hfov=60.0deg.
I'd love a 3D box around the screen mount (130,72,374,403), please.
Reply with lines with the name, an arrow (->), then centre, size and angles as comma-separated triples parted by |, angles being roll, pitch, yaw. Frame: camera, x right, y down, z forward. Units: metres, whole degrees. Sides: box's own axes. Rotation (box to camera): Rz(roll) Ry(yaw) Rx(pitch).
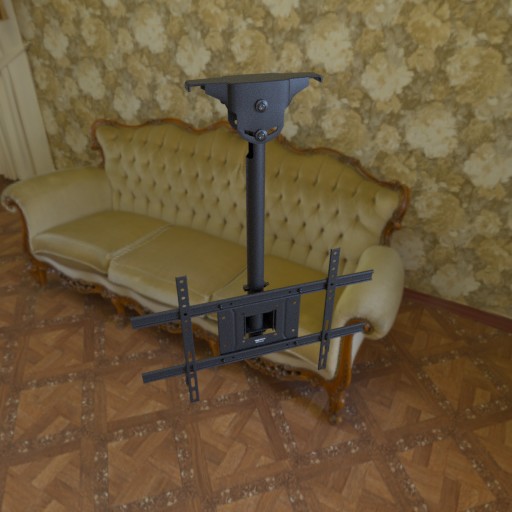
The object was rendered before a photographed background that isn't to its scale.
screen mount -> 0.000, 0.000, 1.021 | 0.595, 0.775, 0.090 | -10, 34, -15
